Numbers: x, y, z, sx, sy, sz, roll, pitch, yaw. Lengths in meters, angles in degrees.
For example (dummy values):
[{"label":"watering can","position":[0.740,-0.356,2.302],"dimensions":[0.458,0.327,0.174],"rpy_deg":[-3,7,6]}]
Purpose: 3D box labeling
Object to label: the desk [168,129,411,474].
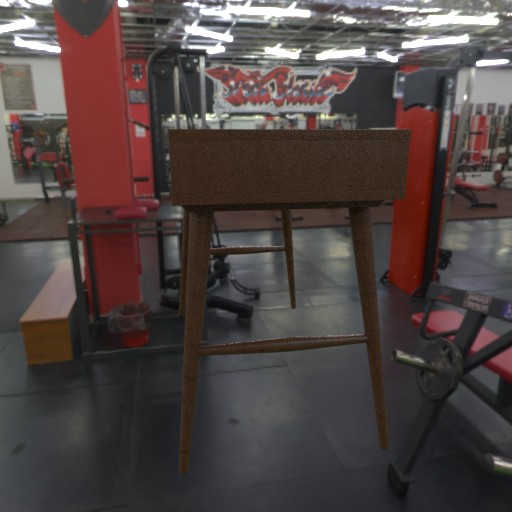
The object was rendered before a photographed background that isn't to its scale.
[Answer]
[{"label":"desk","position":[0.000,0.000,1.386],"dimensions":[0.510,0.758,0.949],"rpy_deg":[-3,16,-9]}]
